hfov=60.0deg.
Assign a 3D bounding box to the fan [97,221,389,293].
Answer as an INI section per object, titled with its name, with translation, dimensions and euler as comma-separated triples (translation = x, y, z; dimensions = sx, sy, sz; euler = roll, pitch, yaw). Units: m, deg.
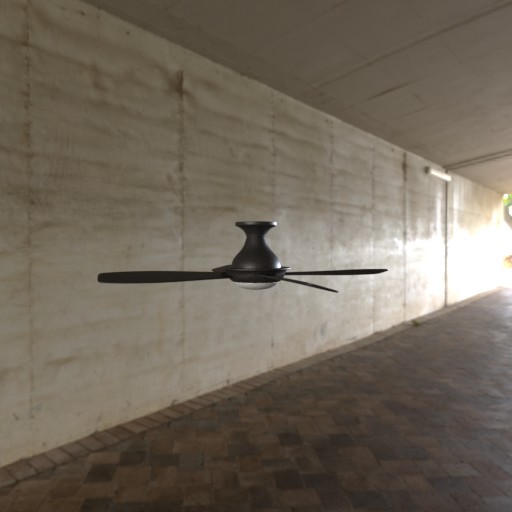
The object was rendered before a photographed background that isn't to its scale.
[fan]
translation = 0.000, 0.000, 2.512
dimensions = 1.694, 0.382, 1.694
euler = 0, 2, -18
